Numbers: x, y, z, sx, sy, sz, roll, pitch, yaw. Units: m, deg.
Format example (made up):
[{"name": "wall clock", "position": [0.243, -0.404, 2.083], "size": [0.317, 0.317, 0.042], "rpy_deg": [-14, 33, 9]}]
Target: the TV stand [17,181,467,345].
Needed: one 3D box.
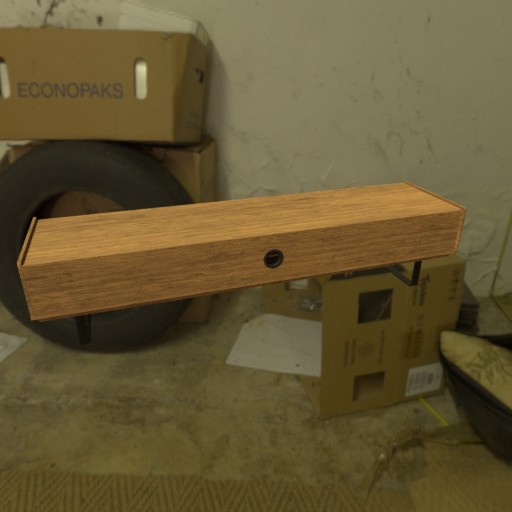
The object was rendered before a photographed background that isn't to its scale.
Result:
[{"name": "TV stand", "position": [0.000, 0.000, 1.985], "size": [1.796, 0.415, 0.467], "rpy_deg": [-8, 27, -16]}]
